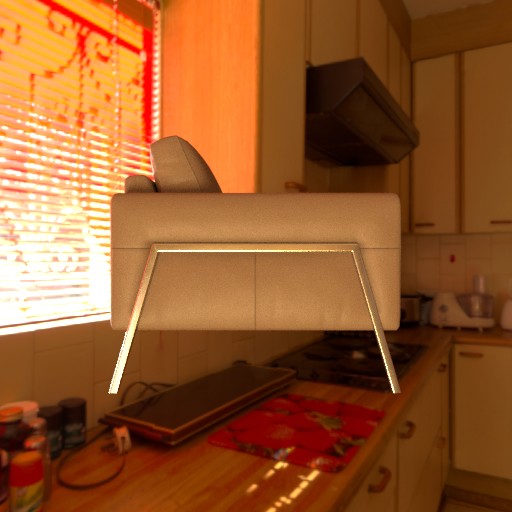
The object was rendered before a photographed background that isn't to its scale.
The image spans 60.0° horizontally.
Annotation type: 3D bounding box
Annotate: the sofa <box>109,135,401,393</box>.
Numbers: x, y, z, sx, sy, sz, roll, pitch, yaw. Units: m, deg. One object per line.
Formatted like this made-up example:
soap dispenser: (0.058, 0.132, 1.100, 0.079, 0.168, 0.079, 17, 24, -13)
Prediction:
sofa: (0.000, 0.000, 2.409, 0.953, 0.875, 2.017, 0, 0, 0)
